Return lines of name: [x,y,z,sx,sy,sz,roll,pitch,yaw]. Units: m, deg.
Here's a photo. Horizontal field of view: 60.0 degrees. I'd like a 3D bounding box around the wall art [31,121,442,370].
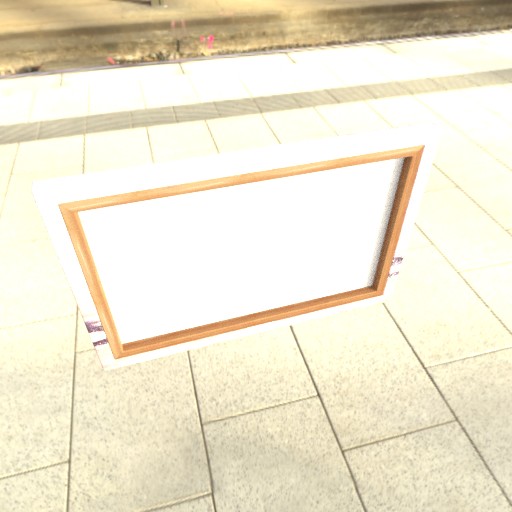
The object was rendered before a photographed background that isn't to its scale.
wall art: [0.000,0.000,1.164,0.913,0.609,0.038,-12,43,-13]
